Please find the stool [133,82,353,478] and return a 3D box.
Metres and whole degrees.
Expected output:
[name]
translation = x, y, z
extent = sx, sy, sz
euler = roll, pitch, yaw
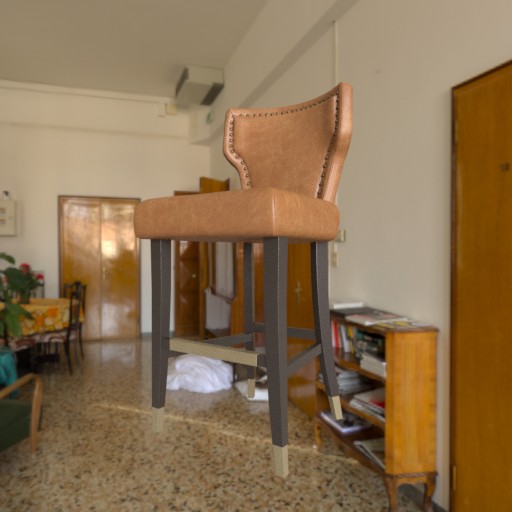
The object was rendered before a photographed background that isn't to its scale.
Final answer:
[stool]
translation = 0.000, 0.000, 1.404
extent = 0.526, 1.092, 0.563
euler = 1, 1, 36
